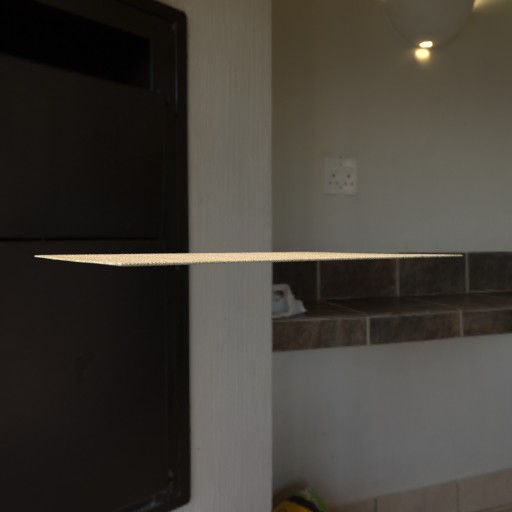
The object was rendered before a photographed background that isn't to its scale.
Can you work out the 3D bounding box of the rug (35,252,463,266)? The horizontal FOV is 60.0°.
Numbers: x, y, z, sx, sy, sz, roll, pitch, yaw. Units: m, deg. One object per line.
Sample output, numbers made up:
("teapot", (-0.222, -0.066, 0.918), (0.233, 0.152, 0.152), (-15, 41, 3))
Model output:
("rug", (0.000, 0.000, 2.151), (1.758, 0.010, 1.143), (-1, 2, -37))
